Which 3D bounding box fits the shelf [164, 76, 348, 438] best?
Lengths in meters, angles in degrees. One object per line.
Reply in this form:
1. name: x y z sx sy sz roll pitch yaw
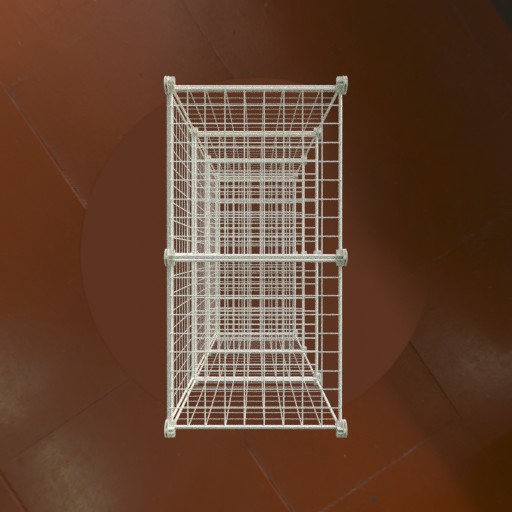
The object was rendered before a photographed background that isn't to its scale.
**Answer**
1. shelf: 0.000 0.000 1.392 0.356 1.067 0.711 0 90 0
